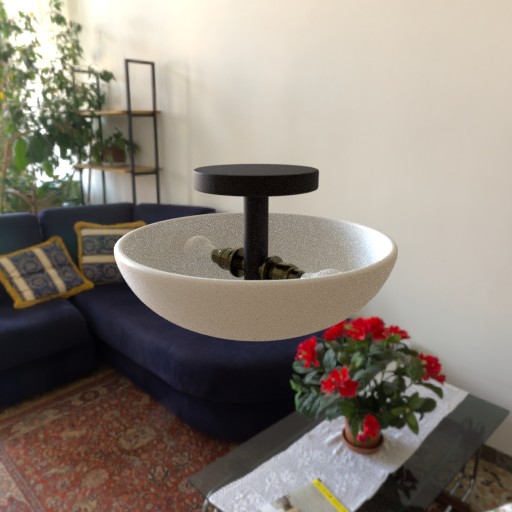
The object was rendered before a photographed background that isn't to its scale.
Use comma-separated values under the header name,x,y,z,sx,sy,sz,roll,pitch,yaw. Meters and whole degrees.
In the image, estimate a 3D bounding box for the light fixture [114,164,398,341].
name,x,y,z,sx,sy,sz,roll,pitch,yaw
light fixture,0.000,0.000,0.546,0.331,0.212,0.331,0,16,0
